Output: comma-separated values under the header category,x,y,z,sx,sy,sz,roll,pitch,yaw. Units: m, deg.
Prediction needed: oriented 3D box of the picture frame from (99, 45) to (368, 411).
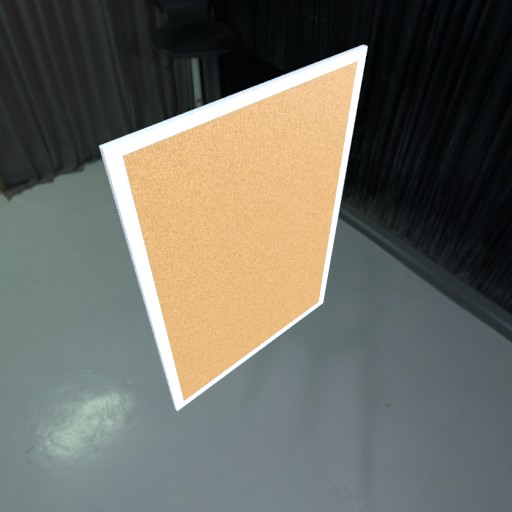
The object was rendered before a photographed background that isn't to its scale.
category,x,y,z,sx,sy,sz,roll,pitch,yaw
picture frame,0.000,0.000,1.200,0.659,0.940,0.013,-31,53,-27
